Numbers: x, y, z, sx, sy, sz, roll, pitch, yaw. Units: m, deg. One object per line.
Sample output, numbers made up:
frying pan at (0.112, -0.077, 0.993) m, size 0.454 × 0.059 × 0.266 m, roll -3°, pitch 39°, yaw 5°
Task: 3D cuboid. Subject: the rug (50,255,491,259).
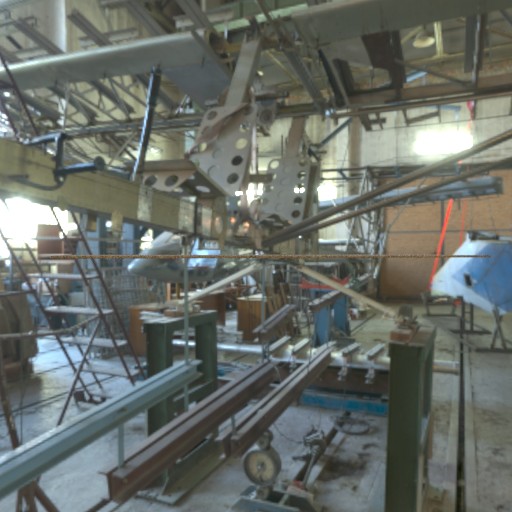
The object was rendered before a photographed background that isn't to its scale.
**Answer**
rug at (0.000, 0.000, 2.843) m, size 2.283 × 0.013 × 1.547 m, roll 0°, pitch 0°, yaw -20°
